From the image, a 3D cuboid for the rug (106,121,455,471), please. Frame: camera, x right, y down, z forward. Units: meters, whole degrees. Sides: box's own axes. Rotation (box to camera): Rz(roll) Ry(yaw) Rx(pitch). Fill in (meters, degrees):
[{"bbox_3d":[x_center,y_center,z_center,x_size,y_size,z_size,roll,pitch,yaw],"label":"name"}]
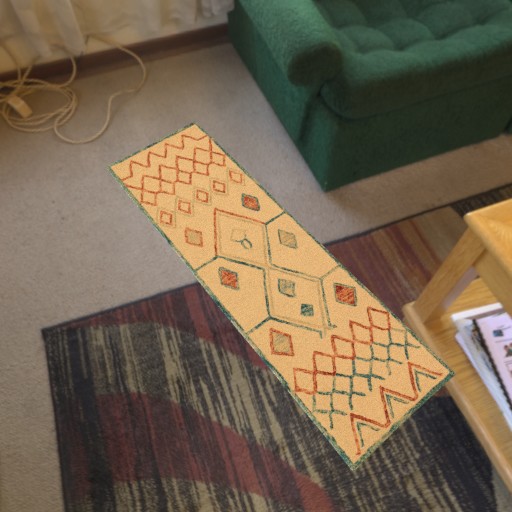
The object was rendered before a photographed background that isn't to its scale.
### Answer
[{"bbox_3d":[0.000,0.000,2.702,0.750,0.011,2.435,-34,64,-19],"label":"rug"}]
